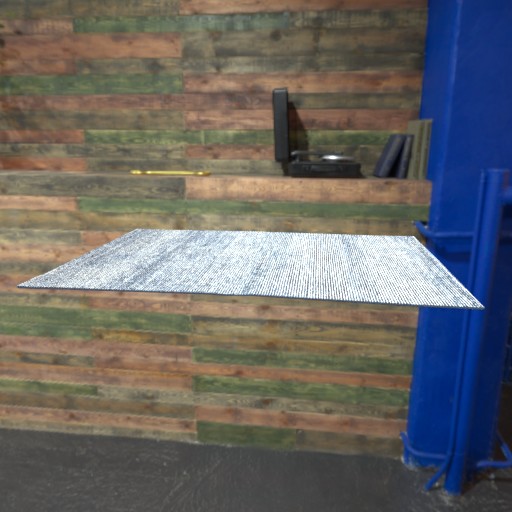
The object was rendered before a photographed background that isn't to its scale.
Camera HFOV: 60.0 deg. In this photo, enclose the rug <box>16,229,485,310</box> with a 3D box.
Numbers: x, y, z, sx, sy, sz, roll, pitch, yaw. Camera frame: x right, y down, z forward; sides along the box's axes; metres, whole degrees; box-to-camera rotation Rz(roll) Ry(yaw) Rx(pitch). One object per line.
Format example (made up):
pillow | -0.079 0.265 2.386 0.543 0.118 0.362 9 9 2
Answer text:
rug | 0.000 0.000 2.953 2.349 0.030 1.624 2 14 8
